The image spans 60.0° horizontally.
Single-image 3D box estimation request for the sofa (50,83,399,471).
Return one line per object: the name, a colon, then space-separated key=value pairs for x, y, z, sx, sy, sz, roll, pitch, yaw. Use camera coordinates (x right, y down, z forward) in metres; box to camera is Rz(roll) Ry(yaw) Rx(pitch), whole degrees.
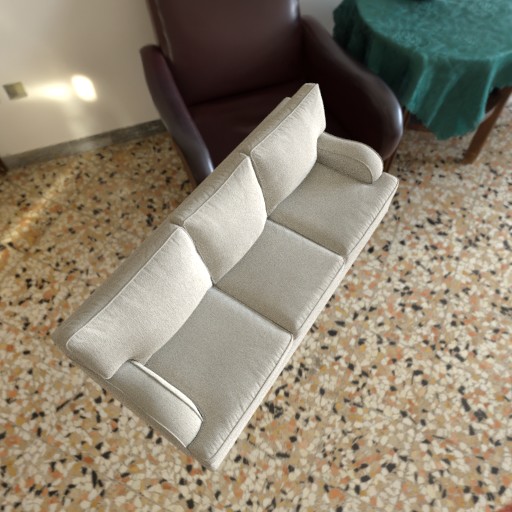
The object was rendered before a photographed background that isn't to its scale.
sofa: x=0.000 y=0.000 z=2.845 sx=1.016 sy=0.991 sz=2.323 roll=30 pitch=62 yaw=18
